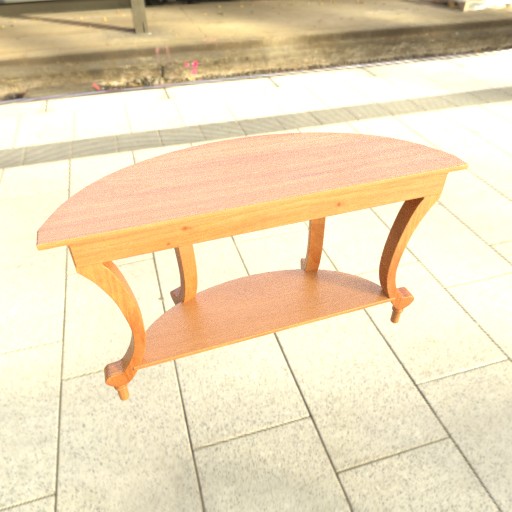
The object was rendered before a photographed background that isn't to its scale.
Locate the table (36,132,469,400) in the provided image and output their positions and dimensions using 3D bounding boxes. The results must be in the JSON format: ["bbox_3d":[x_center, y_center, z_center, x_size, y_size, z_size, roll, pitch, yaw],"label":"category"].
[{"bbox_3d":[0.000,0.000,1.525,1.198,0.692,0.394,-12,41,-15],"label":"table"}]
